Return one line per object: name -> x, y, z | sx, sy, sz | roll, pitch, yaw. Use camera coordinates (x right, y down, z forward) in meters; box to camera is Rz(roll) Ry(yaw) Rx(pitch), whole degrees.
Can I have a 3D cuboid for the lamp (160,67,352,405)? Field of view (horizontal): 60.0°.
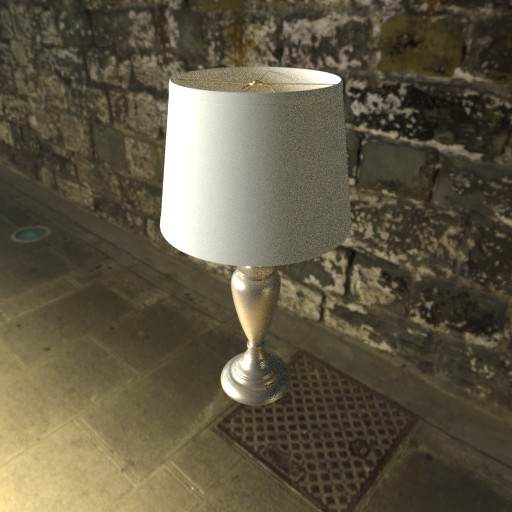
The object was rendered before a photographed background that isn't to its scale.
lamp -> 0.000, 0.000, 0.812 | 0.328, 0.612, 0.328 | 0, 30, 0
